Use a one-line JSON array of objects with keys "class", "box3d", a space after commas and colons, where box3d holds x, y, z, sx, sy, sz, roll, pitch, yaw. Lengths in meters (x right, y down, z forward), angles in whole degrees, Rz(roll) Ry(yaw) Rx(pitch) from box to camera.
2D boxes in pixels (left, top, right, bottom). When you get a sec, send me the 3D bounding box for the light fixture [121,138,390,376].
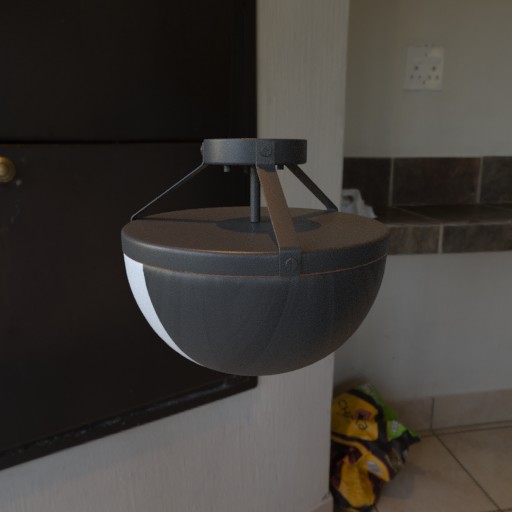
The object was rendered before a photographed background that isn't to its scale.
[{"class": "light fixture", "box3d": [0.000, 0.000, 0.530, 0.304, 0.269, 0.304, 0, 14, 0]}]
